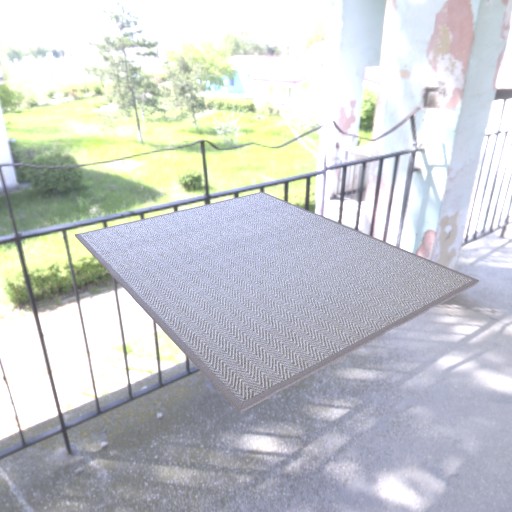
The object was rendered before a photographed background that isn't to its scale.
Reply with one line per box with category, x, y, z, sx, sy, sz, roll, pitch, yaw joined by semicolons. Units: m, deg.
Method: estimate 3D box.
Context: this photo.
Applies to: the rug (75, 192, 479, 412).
rug;0.000;0.000;4.124;2.434;0.032;3.007;-18;31;-32
